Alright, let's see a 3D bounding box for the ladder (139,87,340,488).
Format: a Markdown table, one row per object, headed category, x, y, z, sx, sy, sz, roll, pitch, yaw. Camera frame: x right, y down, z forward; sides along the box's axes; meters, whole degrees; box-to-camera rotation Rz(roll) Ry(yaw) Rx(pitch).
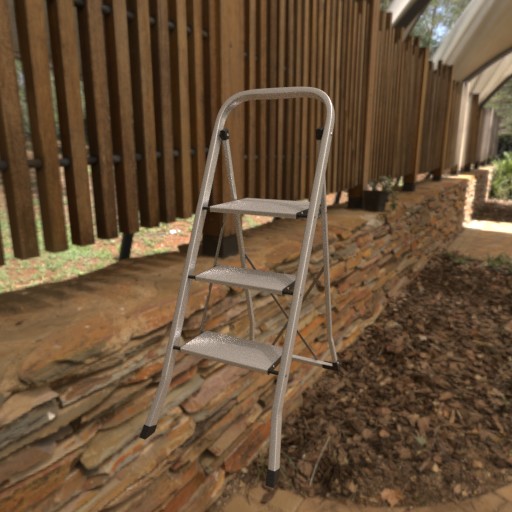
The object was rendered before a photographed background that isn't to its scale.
| category | x | y | z | sx | sy | sz | roll | pitch | yaw |
| --- | --- | --- | --- | --- | --- | --- | --- | --- | --- |
| ladder | 0.000 | 0.000 | 1.458 | 0.465 | 1.070 | 0.704 | 7 | 16 | 26 |
